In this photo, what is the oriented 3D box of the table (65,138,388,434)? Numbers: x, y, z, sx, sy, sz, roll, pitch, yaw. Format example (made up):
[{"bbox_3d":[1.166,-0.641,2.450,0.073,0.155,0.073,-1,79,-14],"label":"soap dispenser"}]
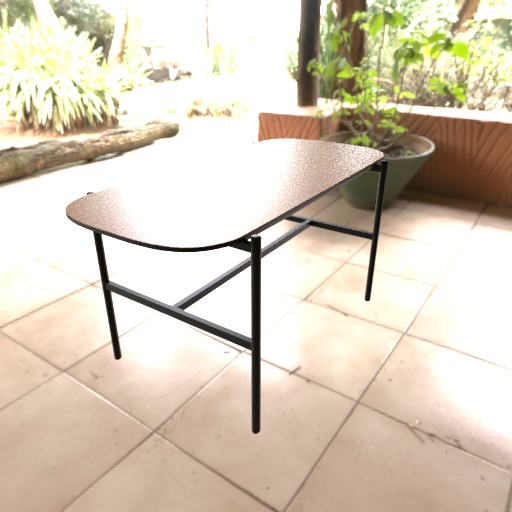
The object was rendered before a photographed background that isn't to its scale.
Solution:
[{"bbox_3d":[0.000,0.000,1.055,0.400,0.400,0.800,16,30,30],"label":"table"}]
